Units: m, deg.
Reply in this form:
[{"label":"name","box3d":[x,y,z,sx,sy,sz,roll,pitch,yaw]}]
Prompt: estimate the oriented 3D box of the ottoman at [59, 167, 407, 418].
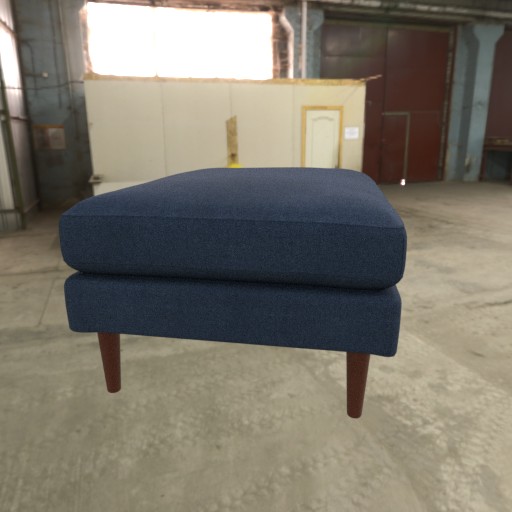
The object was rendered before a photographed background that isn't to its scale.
[{"label":"ottoman","box3d":[0.000,0.000,1.260,0.693,0.474,0.821,3,16,10]}]
